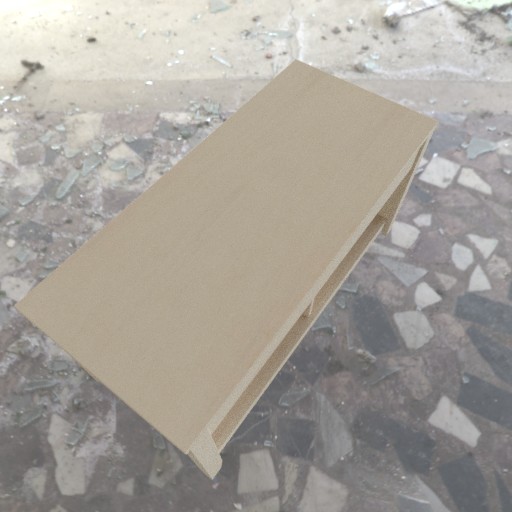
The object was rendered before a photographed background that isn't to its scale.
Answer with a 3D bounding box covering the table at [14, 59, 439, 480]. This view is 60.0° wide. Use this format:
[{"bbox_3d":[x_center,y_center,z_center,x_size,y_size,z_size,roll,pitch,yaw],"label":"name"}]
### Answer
[{"bbox_3d":[0.000,0.000,1.236,0.457,0.483,1.016,32,63,19],"label":"table"}]
